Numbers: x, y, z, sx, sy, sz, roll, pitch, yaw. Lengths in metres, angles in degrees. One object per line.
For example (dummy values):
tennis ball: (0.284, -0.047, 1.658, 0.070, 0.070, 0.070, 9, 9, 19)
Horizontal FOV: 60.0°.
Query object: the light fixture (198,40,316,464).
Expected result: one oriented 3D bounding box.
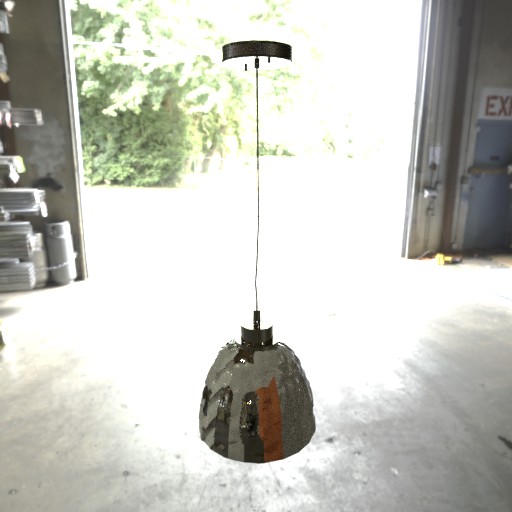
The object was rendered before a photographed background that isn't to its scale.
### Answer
light fixture: (0.000, 0.000, 1.747, 0.500, 1.511, 0.496, -7, 15, -27)
